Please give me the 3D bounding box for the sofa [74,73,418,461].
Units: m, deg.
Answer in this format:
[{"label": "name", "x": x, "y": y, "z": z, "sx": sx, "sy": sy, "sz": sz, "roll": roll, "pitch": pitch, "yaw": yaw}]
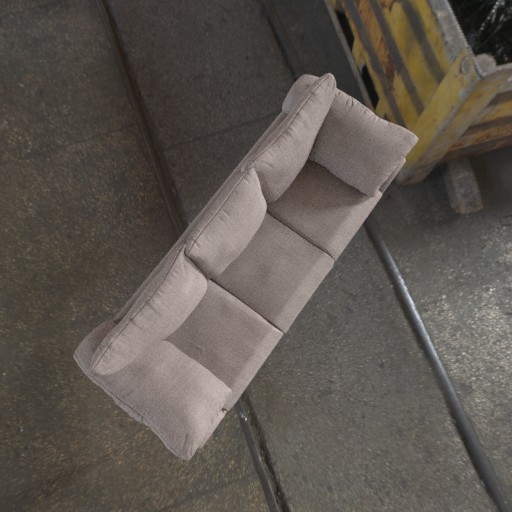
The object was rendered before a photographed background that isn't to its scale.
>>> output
[{"label": "sofa", "x": 0.000, "y": 0.000, "z": 2.850, "sx": 0.878, "sy": 0.996, "sz": 2.334, "roll": 35, "pitch": 78, "yaw": 9}]
